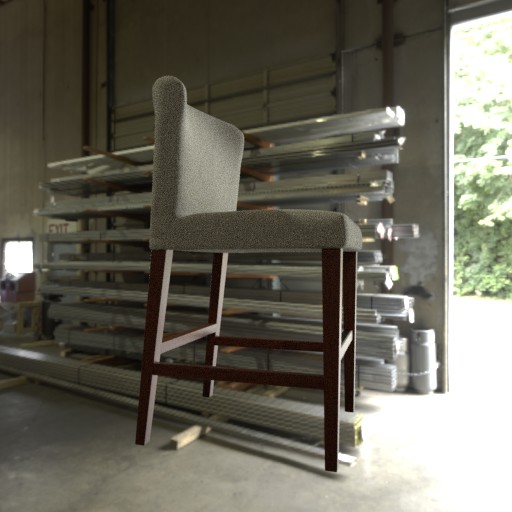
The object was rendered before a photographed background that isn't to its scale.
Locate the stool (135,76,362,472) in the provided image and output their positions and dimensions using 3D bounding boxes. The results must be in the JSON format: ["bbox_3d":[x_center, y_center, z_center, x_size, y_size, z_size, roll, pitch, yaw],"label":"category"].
[{"bbox_3d":[0.000,0.000,1.273,0.568,0.969,0.481,0,-1,17],"label":"stool"}]
